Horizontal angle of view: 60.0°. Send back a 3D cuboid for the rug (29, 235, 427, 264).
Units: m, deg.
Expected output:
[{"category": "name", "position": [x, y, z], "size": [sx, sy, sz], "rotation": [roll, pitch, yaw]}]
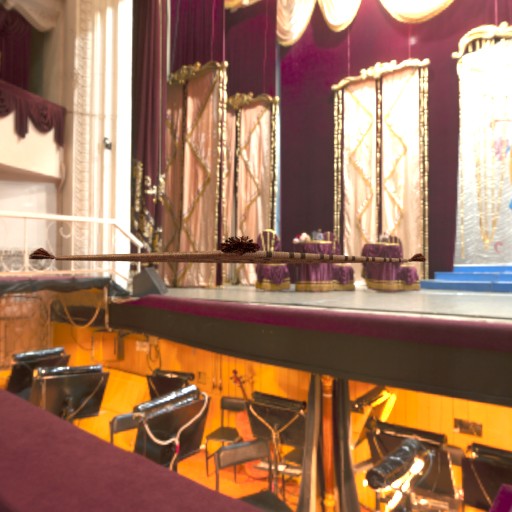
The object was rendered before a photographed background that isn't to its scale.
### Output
[{"category": "rug", "position": [0.000, 0.000, 2.643], "size": [1.444, 0.067, 2.069], "rotation": [-1, -2, 36]}]
